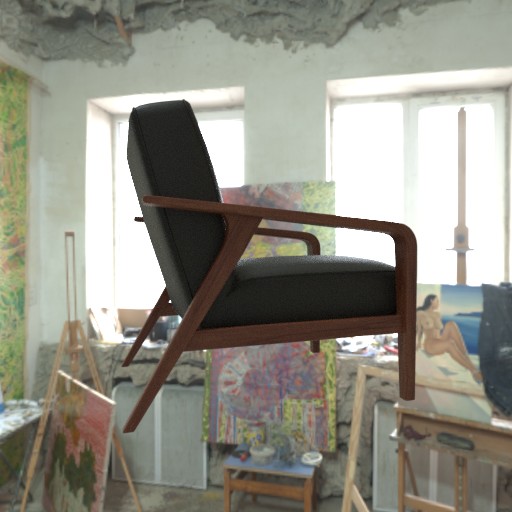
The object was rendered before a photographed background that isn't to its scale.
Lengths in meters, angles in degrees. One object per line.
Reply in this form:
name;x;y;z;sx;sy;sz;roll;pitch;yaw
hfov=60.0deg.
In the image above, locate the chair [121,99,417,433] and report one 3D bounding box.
chair;0.000;0.000;1.531;0.889;0.861;0.719;0;0;-17
